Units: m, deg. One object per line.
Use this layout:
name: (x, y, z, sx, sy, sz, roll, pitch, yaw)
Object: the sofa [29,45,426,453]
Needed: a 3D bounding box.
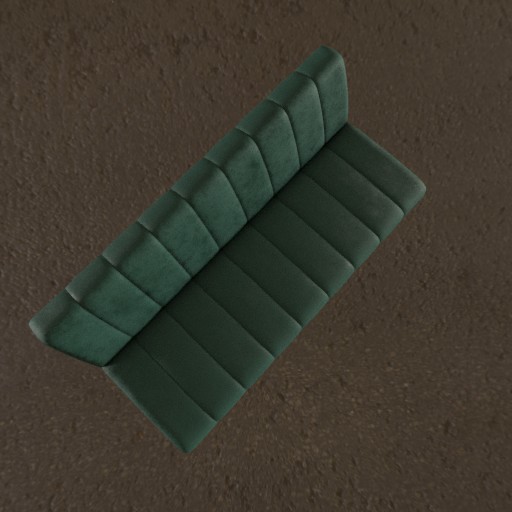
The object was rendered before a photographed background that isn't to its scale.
sofa: (0.000, 0.000, 2.219, 0.830, 0.820, 1.810, 42, 80, 10)
